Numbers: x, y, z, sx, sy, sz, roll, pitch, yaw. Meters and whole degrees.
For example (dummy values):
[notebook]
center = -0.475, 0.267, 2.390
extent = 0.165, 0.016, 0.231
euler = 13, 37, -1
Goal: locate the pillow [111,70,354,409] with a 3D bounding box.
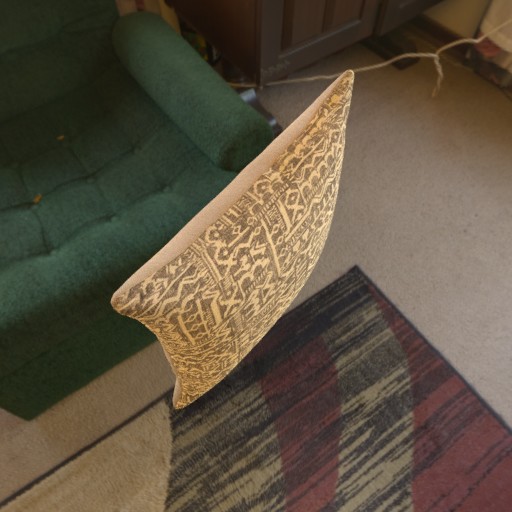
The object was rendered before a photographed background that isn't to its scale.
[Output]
[pillow]
center = 0.000, 0.000, 0.818
extent = 0.180, 0.487, 0.546
euler = 32, 63, 19
